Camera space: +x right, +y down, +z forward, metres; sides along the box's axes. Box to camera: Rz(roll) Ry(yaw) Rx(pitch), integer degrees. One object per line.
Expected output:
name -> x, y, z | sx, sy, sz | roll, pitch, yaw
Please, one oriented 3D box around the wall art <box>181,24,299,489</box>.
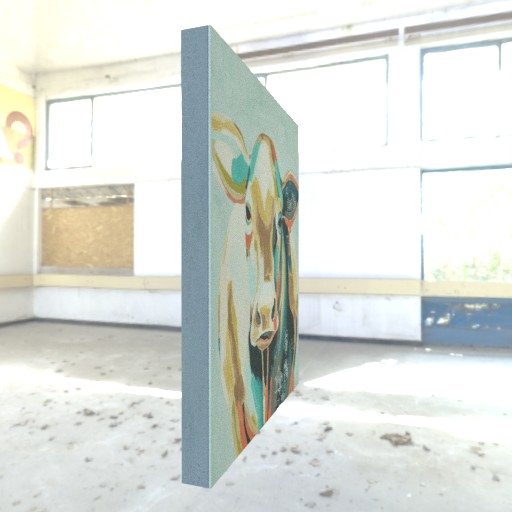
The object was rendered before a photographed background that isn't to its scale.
wall art -> 0.000, 0.000, 0.684 | 0.037, 0.509, 0.409 | 0, 1, 19
